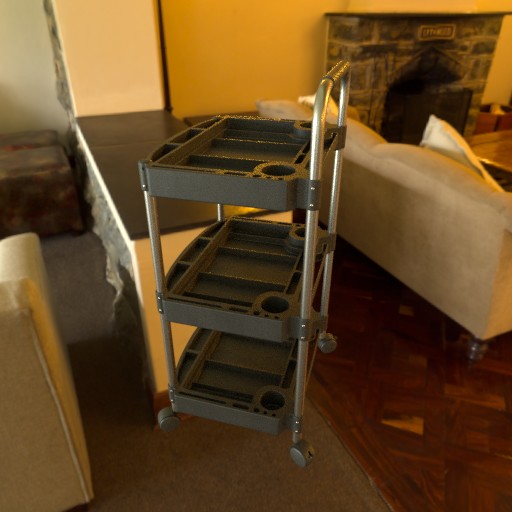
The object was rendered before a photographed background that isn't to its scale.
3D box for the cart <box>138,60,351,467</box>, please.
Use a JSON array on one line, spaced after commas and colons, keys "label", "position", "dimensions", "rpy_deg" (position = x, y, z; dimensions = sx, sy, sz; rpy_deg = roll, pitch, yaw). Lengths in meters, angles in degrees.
[{"label": "cart", "position": [0.000, 0.000, 1.347], "dimensions": [0.518, 1.075, 0.584], "rpy_deg": [8, 30, 14]}]
